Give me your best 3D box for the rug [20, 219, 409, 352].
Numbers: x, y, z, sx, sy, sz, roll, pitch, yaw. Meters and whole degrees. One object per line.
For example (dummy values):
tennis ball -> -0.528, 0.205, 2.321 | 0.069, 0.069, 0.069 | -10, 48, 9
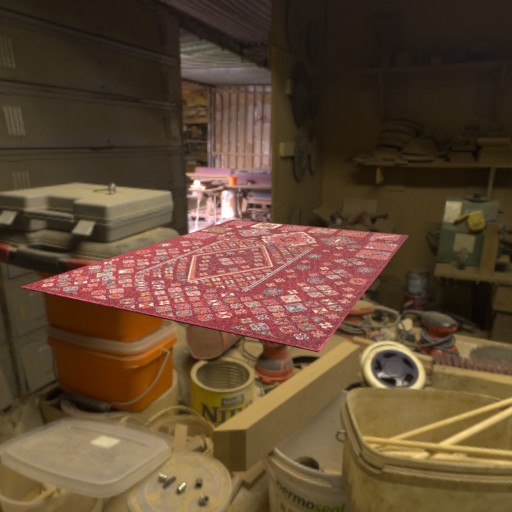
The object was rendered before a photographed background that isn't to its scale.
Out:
rug -> 0.000, 0.000, 2.845 | 1.579, 0.007, 2.184 | 7, 16, 26
